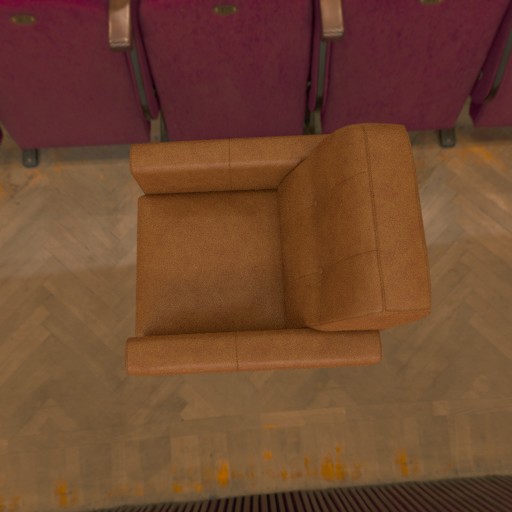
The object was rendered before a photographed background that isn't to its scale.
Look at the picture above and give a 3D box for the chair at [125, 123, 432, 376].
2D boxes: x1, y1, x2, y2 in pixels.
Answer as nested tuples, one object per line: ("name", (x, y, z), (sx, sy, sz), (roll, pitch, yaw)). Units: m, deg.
("chair", (0.000, 0.000, 1.685), (0.942, 0.968, 0.845), (-3, 76, -1))
